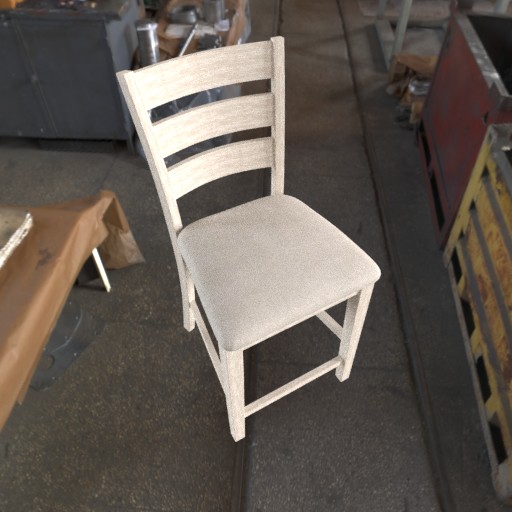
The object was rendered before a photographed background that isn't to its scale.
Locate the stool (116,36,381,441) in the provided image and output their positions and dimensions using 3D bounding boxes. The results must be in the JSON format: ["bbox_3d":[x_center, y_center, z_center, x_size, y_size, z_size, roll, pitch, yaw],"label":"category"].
[{"bbox_3d":[0.000,0.000,1.320,0.484,1.032,0.569,-23,50,-20],"label":"stool"}]
